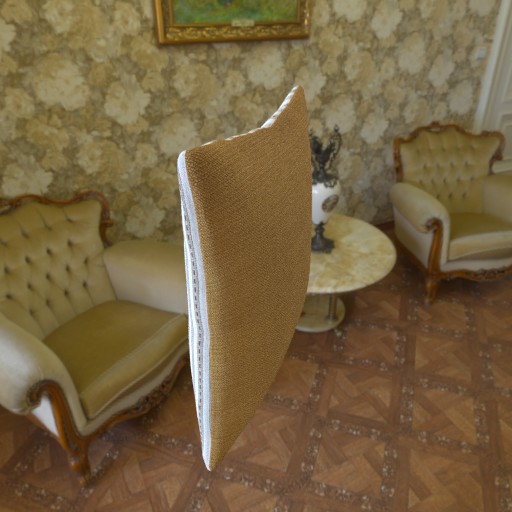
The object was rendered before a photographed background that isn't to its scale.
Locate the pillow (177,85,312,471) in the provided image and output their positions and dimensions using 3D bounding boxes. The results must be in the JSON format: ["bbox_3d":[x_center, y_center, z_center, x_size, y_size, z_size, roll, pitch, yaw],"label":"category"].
[{"bbox_3d":[0.000,0.000,0.669,0.147,0.437,0.432,9,30,15],"label":"pillow"}]
